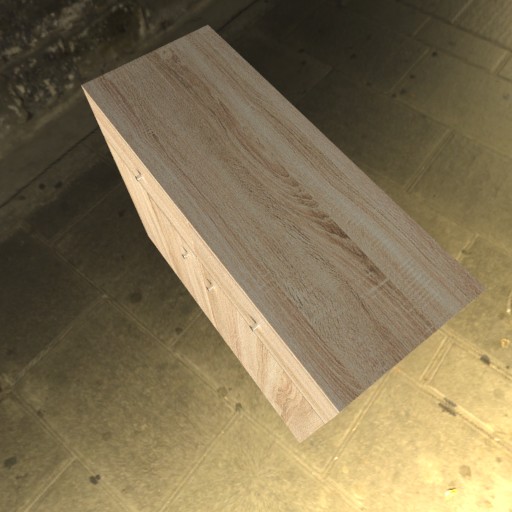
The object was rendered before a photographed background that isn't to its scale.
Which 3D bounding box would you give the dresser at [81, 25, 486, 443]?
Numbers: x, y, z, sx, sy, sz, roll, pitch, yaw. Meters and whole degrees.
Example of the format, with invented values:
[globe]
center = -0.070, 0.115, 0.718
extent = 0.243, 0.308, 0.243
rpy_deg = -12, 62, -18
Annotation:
[dresser]
center = 0.000, 0.000, 1.517
extent = 0.450, 0.900, 1.100
rpy_deg = -34, 68, -15
